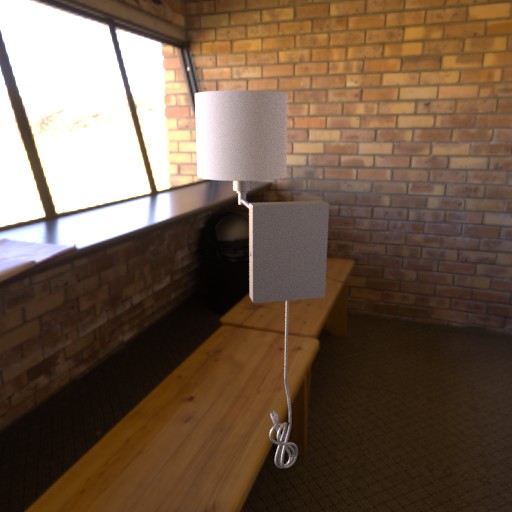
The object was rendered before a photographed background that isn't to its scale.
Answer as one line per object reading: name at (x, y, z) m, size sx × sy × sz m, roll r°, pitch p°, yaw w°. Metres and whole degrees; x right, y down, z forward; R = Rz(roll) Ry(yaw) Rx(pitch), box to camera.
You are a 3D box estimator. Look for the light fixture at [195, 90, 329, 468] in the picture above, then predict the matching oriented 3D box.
light fixture at (0.000, 0.000, 0.914) m, size 0.203 × 0.651 × 0.516 m, roll -3°, pitch 16°, yaw -11°
